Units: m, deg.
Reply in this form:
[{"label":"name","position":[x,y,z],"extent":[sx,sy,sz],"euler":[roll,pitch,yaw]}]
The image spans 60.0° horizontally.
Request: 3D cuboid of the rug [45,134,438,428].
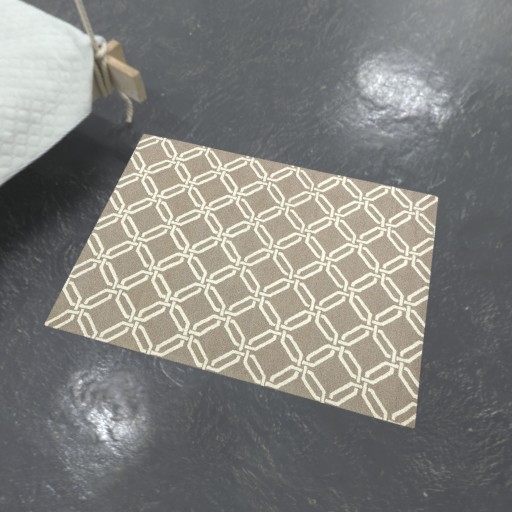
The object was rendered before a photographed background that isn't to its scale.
[{"label":"rug","position":[0.000,0.000,4.450],"extent":[3.419,0.020,2.441],"euler":[14,63,7]}]
